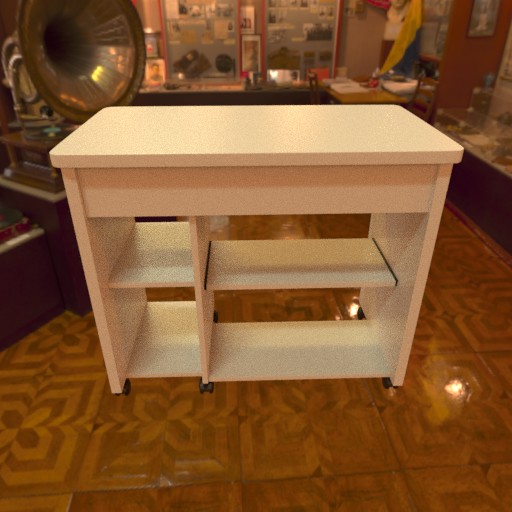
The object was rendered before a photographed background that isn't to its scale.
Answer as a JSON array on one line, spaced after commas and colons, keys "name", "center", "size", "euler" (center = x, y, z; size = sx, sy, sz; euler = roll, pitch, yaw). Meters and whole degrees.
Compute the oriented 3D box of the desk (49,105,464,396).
[{"name": "desk", "center": [0.000, 0.000, 1.307], "size": [0.877, 0.763, 0.475], "euler": [-1, 30, -2]}]
